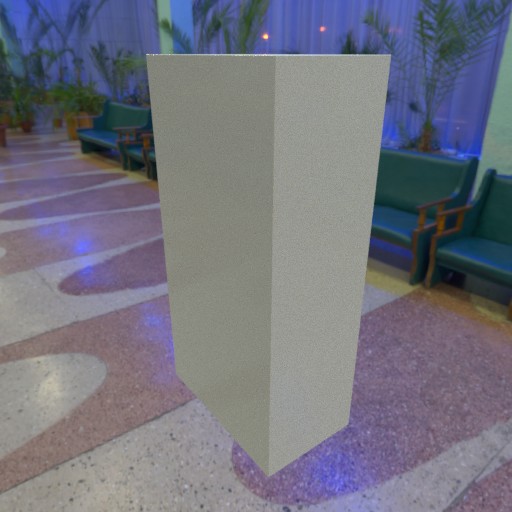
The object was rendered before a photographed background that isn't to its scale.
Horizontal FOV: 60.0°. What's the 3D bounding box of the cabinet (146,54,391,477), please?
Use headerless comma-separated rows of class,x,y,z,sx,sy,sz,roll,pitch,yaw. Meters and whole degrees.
cabinet,0.000,0.000,2.321,0.580,1.920,0.980,-17,30,-33
